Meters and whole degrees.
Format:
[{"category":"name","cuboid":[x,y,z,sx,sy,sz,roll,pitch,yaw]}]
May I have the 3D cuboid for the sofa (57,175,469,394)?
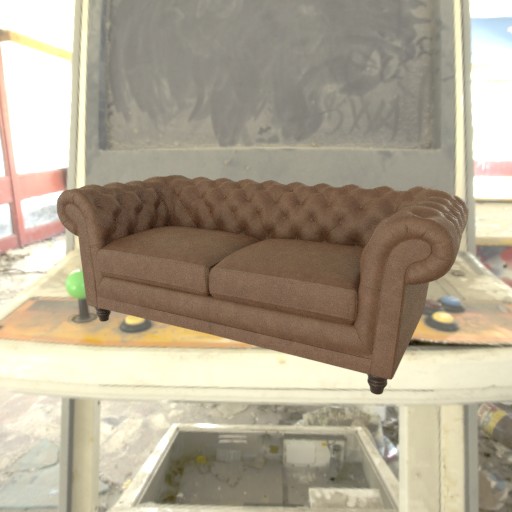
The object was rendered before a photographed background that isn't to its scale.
[{"category":"sofa","cuboid":[0.000,0.000,2.438,2.048,0.784,0.955,8,17,27]}]
